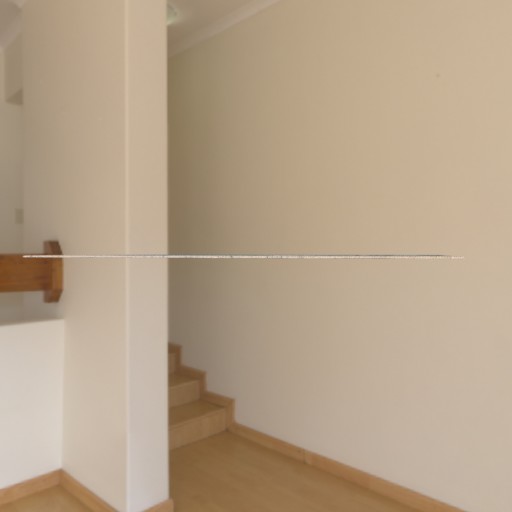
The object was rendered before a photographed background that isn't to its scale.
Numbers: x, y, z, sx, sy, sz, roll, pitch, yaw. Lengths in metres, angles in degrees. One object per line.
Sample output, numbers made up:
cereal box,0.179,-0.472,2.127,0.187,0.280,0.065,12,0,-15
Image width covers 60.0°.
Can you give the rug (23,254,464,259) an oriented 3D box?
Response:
rug,0.000,0.000,2.288,1.836,0.009,1.232,0,0,19
